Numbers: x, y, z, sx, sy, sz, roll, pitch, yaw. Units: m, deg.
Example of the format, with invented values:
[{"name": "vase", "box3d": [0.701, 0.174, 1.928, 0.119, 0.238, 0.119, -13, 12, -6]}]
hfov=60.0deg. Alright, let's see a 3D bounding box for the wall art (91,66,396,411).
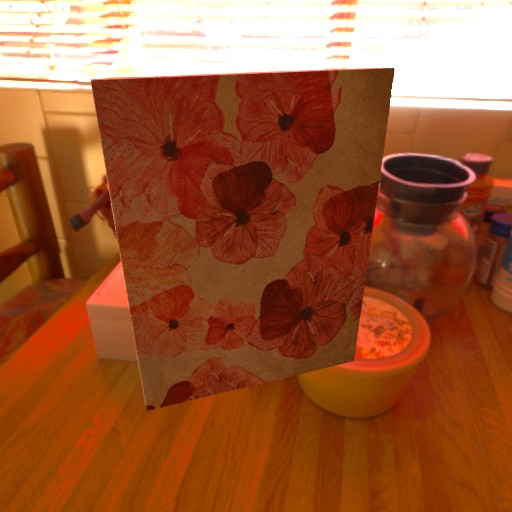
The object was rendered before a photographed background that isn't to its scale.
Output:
[{"name": "wall art", "box3d": [0.000, 0.000, 1.318, 0.762, 1.015, 0.031, -9, 30, -16]}]
